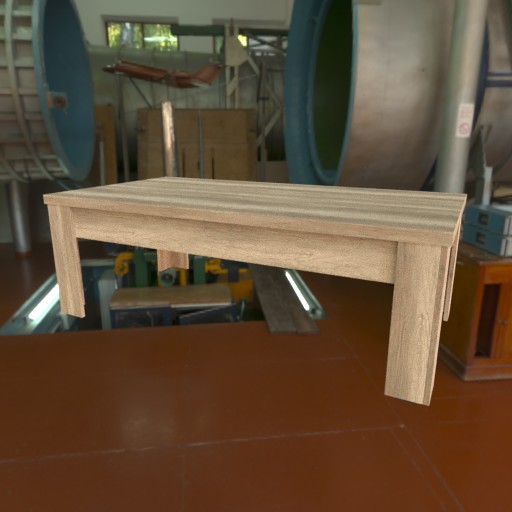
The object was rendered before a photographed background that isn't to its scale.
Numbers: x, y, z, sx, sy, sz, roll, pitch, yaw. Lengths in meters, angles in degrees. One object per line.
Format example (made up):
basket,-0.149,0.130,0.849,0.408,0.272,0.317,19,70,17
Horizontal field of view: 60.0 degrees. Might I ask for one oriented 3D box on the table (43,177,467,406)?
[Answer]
table,0.000,0.000,1.653,1.350,0.460,0.700,8,18,26
